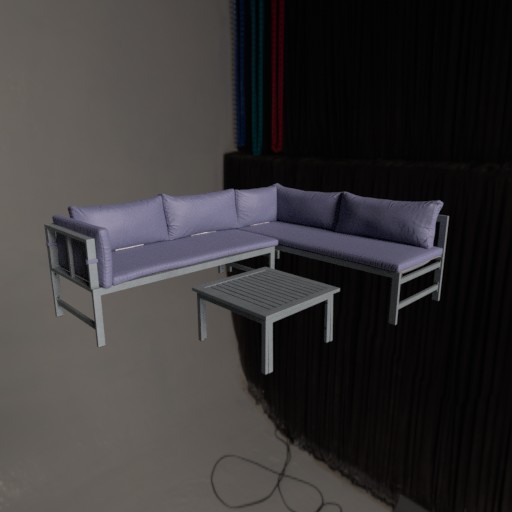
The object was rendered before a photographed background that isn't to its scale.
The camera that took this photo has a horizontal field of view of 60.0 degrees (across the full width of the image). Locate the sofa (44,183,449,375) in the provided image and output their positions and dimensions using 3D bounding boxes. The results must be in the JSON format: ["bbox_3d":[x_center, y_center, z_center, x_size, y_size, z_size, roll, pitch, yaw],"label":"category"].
[{"bbox_3d":[0.000,0.000,3.006,2.149,0.762,1.658,-14,21,-42],"label":"sofa"}]
